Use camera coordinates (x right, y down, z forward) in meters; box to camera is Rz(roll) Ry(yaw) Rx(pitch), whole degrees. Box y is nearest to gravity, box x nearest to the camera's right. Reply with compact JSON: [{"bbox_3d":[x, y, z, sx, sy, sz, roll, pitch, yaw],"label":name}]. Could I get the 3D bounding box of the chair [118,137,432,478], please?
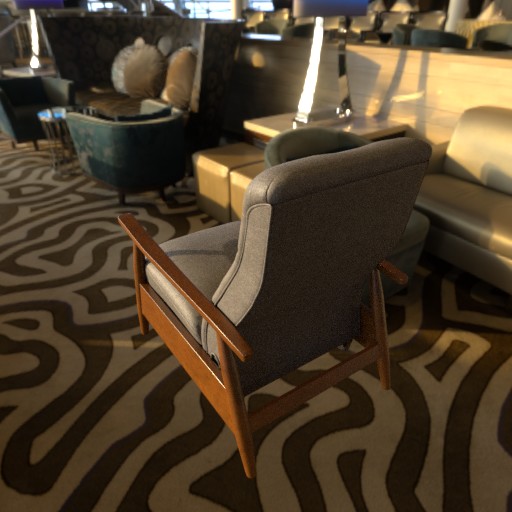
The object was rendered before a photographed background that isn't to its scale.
[{"bbox_3d":[0.000,0.000,1.789,0.762,1.081,1.014,-19,35,-30],"label":"chair"}]
